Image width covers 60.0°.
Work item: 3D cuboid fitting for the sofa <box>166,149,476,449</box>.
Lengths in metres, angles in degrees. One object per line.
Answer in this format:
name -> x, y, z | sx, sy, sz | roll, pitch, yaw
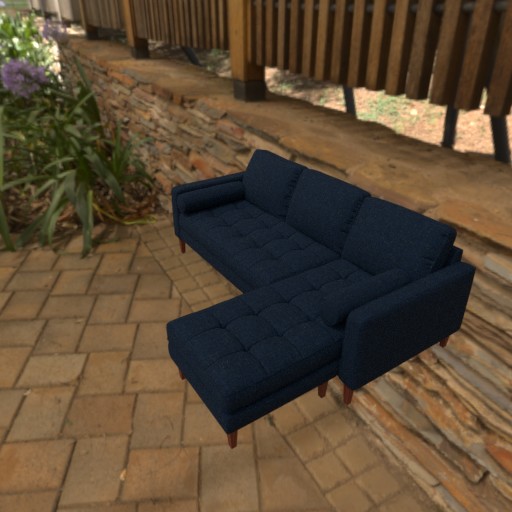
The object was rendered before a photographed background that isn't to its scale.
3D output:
sofa -> 0.000, 0.000, 2.996 | 1.613, 0.841, 2.185 | -18, 34, -29
